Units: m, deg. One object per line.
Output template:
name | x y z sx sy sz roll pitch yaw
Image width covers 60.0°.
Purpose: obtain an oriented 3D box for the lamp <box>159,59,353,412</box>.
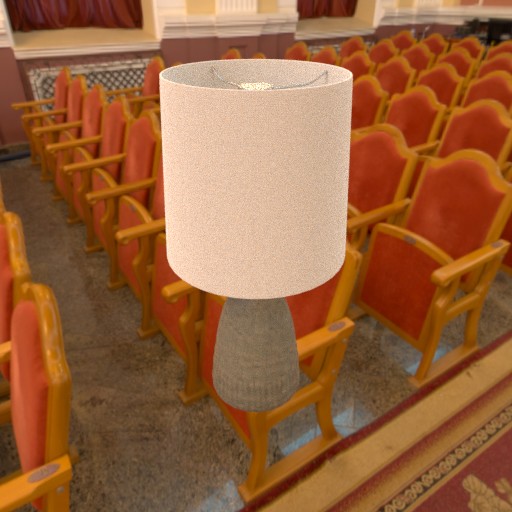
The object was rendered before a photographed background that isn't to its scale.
lamp | 0.000 0.000 0.476 0.186 0.369 0.186 0 31 0
